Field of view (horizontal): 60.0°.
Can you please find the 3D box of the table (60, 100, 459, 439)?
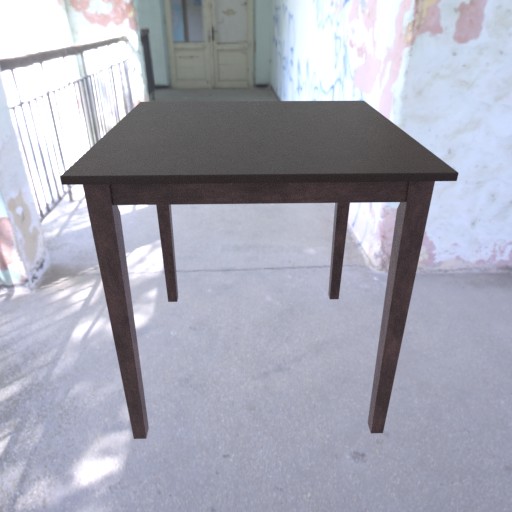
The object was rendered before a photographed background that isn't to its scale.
[{"bbox_3d":[0.000,0.000,1.346,0.749,0.770,0.749,-1,29,-1],"label":"table"}]
